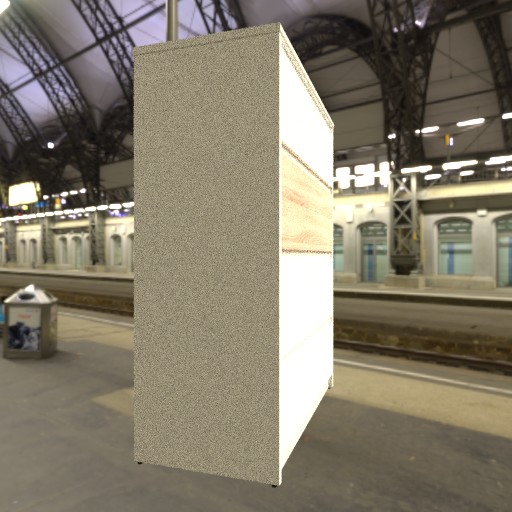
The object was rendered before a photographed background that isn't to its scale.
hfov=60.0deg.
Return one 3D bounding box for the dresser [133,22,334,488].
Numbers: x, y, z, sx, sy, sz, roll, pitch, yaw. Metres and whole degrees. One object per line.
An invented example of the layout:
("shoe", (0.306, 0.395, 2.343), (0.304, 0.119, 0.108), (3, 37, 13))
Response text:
("dresser", (0.000, 0.000, 1.424), (0.380, 1.040, 0.800), (0, 0, 18))
